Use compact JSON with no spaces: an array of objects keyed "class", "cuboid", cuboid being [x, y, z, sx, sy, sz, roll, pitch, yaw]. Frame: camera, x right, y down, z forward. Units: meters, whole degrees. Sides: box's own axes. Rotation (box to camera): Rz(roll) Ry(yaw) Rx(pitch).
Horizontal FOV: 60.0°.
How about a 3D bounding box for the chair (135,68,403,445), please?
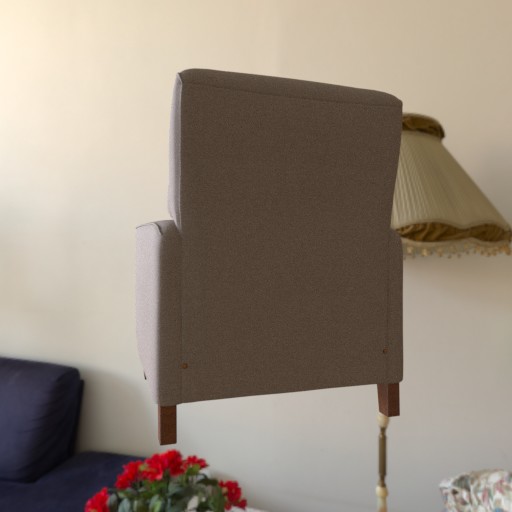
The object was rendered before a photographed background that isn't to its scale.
[{"class":"chair","cuboid":[0.000,0.000,1.627,0.845,1.023,0.859,0,0,-18]}]
